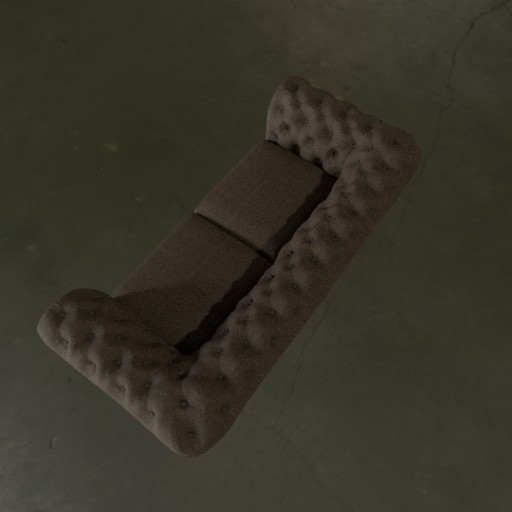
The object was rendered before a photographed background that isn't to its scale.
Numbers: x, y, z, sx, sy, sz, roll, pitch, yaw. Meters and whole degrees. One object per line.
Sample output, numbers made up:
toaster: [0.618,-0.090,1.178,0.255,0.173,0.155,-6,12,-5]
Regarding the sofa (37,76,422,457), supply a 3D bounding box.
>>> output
sofa: [0.000,0.000,2.467,0.944,0.780,2.048,34,67,16]
